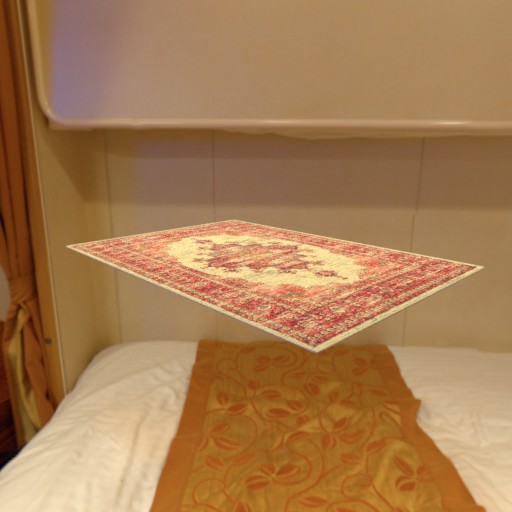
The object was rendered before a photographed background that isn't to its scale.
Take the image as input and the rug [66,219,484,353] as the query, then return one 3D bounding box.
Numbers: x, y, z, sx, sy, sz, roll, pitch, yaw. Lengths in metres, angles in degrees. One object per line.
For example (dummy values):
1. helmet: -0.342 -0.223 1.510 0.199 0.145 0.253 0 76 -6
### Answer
1. rug: 0.000 0.000 3.657 2.005 0.014 2.878 -13 20 -42
